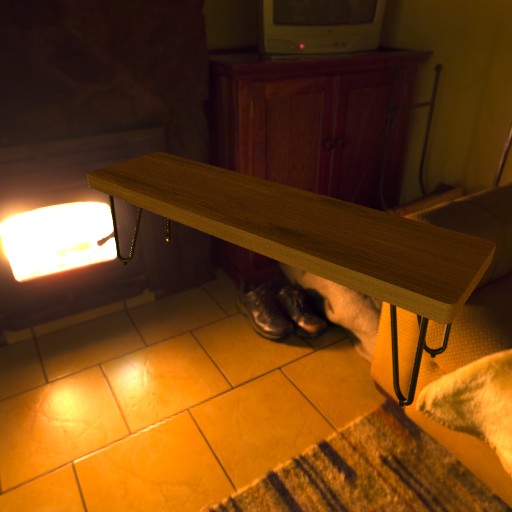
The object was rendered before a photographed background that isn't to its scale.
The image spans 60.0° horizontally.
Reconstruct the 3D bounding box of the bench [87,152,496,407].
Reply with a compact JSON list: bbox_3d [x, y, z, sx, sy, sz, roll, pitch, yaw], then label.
[{"bbox_3d":[0.000,0.000,1.758,1.570,0.462,0.425,21,36,33],"label":"bench"}]
